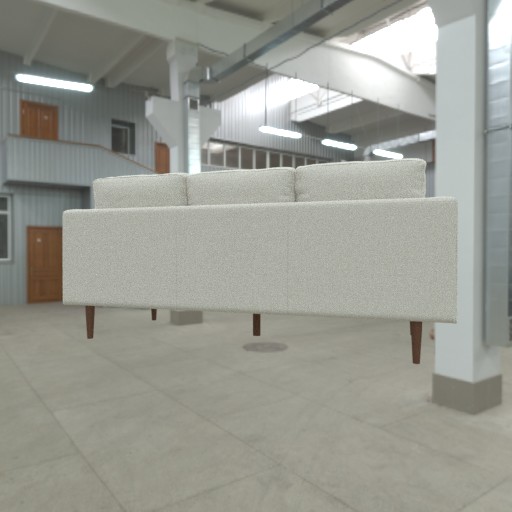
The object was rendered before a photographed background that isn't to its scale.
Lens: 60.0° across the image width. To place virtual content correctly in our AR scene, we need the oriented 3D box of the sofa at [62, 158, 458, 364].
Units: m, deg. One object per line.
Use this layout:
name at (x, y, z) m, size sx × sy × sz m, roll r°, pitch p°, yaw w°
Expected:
sofa at (0.000, 0.000, 2.522) m, size 2.029 × 0.912 × 0.802 m, roll 0°, pitch 1°, yaw 18°
